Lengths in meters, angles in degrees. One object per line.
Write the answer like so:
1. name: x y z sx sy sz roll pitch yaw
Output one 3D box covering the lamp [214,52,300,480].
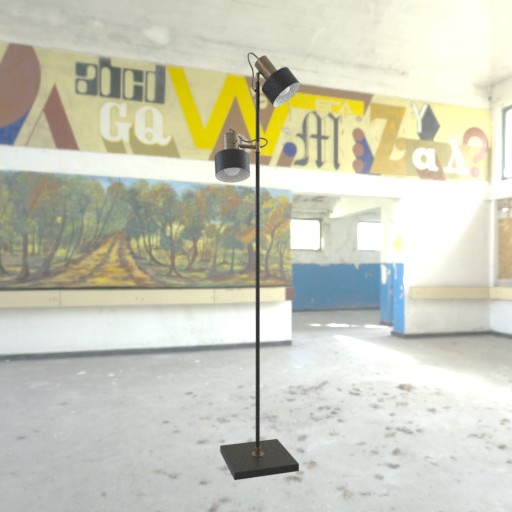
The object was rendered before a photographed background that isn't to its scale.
1. lamp: 0.000 0.000 1.636 0.315 1.505 0.233 0 -1 -17
